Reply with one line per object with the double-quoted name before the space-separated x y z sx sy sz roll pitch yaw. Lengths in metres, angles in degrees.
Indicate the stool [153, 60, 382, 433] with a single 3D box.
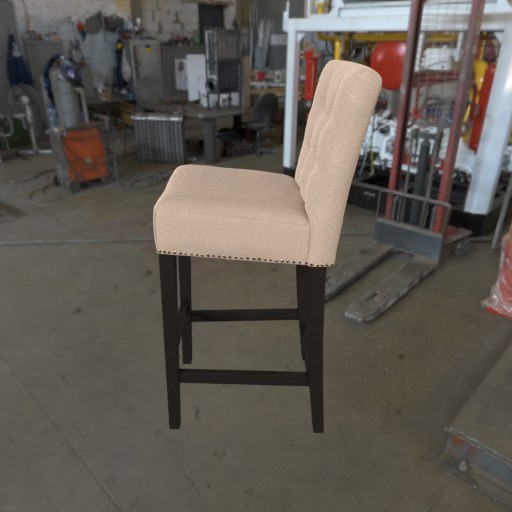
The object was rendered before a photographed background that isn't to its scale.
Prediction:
"stool" 0.000 0.000 1.309 0.548 1.047 0.411 0 26 -1
